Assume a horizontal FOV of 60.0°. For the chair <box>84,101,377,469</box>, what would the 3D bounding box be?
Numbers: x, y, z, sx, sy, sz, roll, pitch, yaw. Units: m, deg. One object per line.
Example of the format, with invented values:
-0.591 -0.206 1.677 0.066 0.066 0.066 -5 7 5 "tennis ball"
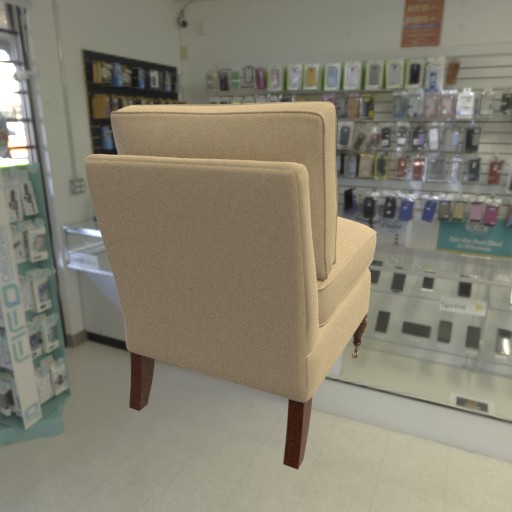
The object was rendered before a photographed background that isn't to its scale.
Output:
0.000 0.000 1.638 0.724 1.052 0.912 8 19 26 "chair"
